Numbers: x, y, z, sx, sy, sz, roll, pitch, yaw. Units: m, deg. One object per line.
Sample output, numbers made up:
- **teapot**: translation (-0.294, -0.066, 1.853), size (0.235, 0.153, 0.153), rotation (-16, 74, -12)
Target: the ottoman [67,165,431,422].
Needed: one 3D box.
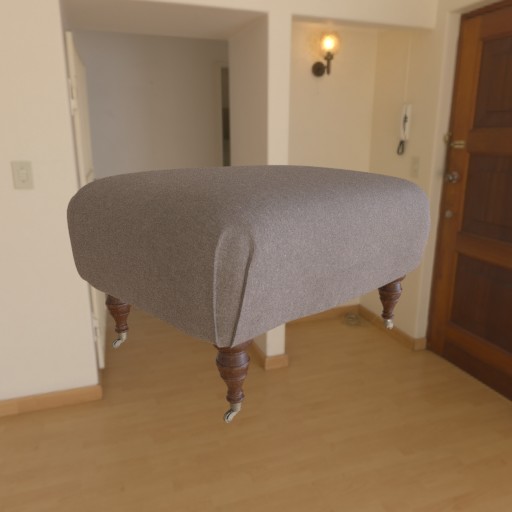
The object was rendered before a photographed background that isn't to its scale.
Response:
- **ottoman**: translation (0.000, 0.000, 1.135), size (0.747, 0.450, 0.622), rotation (-14, 20, -43)
